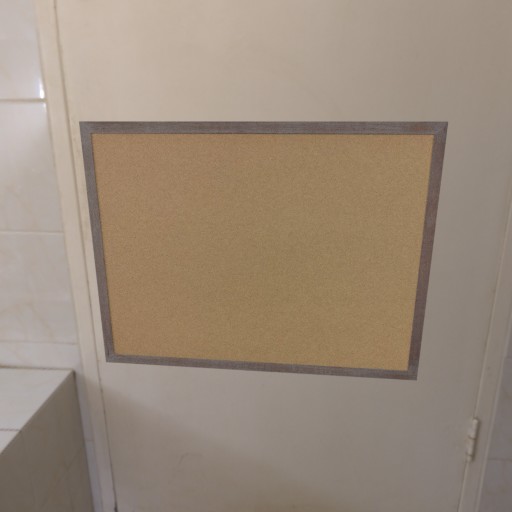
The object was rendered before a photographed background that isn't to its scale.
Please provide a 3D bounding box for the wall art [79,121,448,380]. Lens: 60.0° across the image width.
[{"bbox_3d":[0.000,0.000,1.333,1.012,0.774,0.019,2,17,6],"label":"wall art"}]
